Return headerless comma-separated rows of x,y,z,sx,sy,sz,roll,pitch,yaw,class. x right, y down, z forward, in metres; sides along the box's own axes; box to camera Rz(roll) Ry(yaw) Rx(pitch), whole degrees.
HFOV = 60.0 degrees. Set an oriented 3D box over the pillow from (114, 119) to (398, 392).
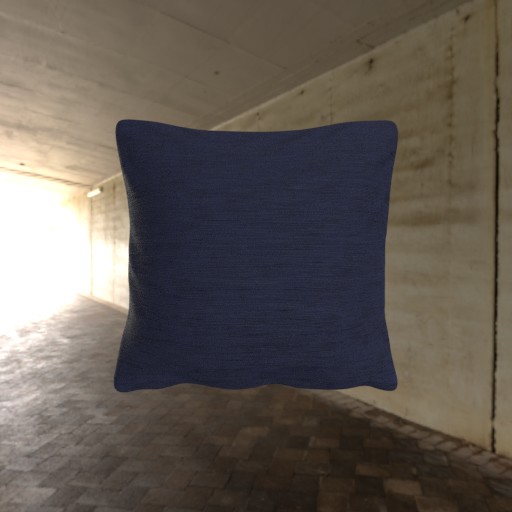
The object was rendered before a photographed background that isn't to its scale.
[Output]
0.000,0.000,0.677,0.432,0.414,0.246,0,1,0,pillow
